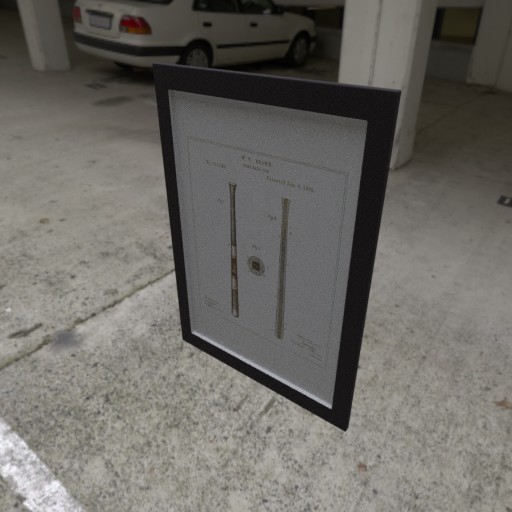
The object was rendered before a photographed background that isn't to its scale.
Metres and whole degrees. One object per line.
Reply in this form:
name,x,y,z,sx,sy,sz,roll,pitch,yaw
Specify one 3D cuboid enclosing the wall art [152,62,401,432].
wall art,0.000,0.000,0.690,0.374,0.529,0.012,21,36,31
